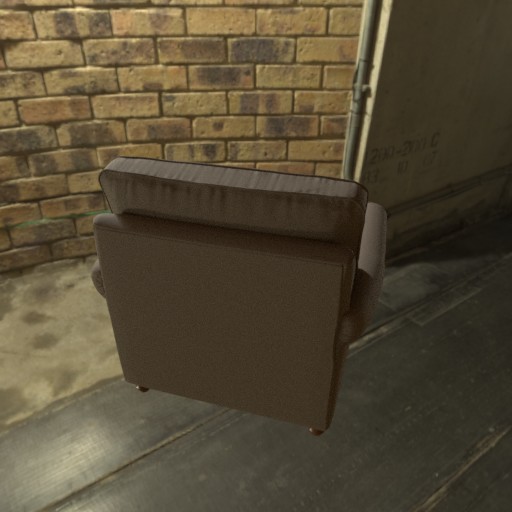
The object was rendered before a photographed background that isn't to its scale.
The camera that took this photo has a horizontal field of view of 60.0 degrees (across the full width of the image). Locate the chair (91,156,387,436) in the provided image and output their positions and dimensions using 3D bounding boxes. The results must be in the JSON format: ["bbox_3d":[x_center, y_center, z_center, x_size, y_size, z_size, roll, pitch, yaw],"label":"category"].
[{"bbox_3d":[0.000,0.000,1.847,1.029,0.967,0.966,9,32,14],"label":"chair"}]
